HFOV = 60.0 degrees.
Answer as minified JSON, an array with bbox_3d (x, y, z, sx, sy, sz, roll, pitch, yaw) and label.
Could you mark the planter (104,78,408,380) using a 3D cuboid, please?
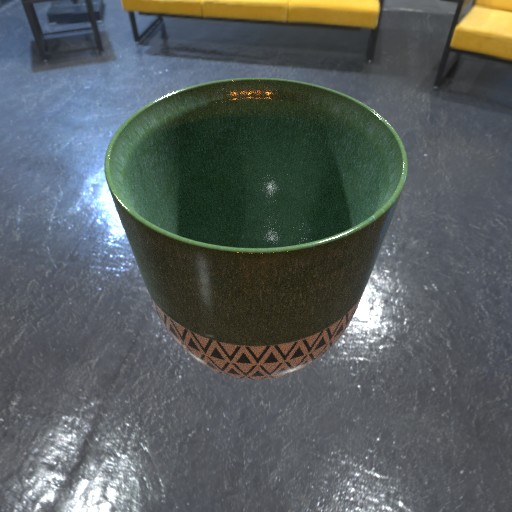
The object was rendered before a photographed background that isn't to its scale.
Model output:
[{"bbox_3d":[0.000,0.000,0.369,0.195,0.214,0.195,0,47,0],"label":"planter"}]
